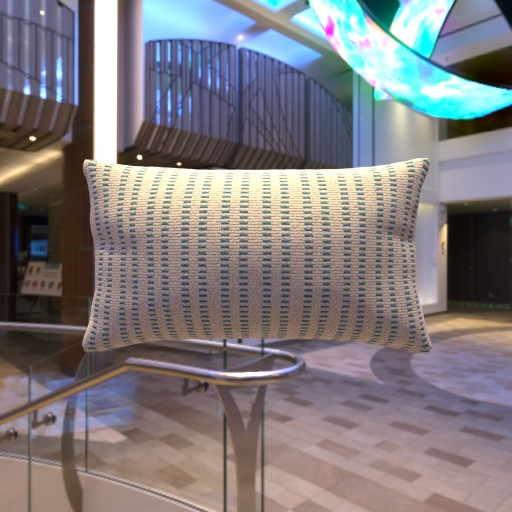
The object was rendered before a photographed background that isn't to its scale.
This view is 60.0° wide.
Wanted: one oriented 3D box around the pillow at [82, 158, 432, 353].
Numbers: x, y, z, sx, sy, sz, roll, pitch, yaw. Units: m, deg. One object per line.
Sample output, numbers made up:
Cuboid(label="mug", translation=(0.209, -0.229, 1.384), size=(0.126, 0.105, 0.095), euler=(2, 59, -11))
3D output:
Cuboid(label="pillow", translation=(0.000, 0.000, 0.800), size=(0.640, 0.353, 0.210), euler=(0, 0, 1))
